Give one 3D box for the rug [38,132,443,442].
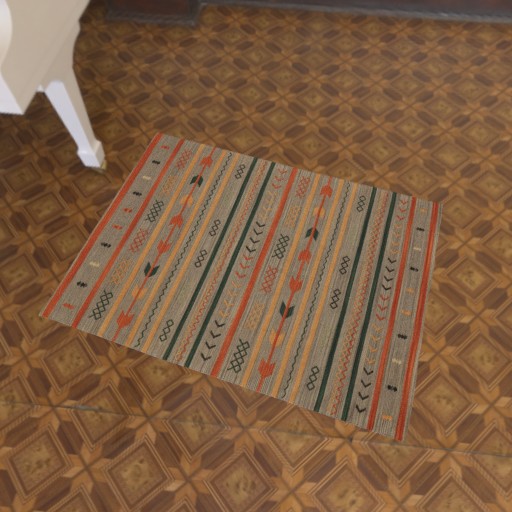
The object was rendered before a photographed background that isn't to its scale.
[{"bbox_3d":[0.000,0.000,3.955,3.029,0.022,2.263,16,60,10],"label":"rug"}]
